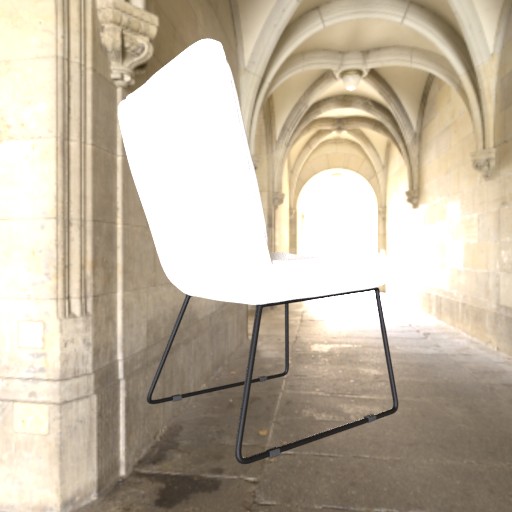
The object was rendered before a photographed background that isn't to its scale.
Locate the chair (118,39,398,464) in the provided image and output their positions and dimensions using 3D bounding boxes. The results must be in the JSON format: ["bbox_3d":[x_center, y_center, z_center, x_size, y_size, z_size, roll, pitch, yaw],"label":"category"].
[{"bbox_3d":[0.000,0.000,1.311,0.688,0.930,0.515,0,0,-37],"label":"chair"}]
